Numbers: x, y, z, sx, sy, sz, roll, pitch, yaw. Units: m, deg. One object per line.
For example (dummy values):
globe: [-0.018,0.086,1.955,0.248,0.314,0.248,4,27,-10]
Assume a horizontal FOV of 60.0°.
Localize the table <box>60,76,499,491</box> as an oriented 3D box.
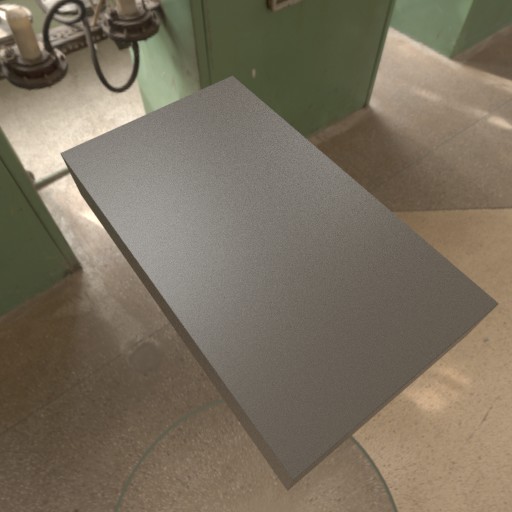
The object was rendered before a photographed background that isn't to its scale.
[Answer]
table: [0.000,0.000,1.470,0.703,0.404,1.201,-32,62,-19]
